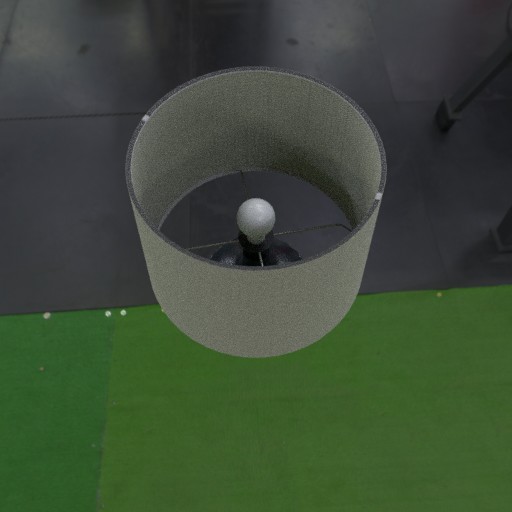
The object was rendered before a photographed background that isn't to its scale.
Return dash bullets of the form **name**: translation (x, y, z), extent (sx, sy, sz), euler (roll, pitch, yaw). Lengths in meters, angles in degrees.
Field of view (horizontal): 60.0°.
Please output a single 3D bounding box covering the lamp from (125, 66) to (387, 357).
- **lamp**: translation (0.000, 0.000, 0.793), extent (0.376, 0.540, 0.376), euler (0, 62, 0)
